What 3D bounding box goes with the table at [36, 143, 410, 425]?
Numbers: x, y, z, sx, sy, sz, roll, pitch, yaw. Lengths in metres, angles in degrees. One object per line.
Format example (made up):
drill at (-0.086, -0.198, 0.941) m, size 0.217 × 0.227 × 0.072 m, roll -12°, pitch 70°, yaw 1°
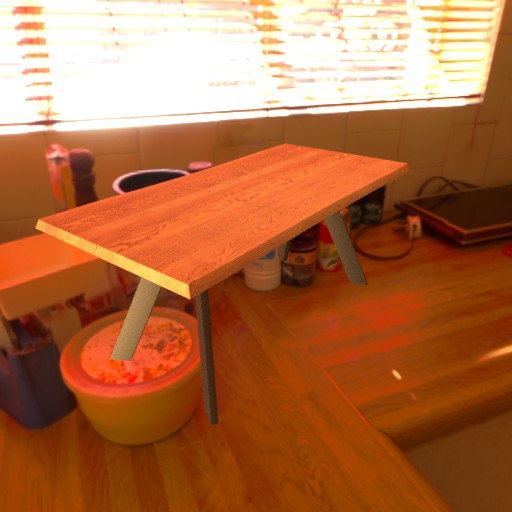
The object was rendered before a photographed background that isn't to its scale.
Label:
table at (0.000, 0.000, 2.364) m, size 0.900 × 0.770 × 1.800 m, roll 19°, pitch 32°, yaw 33°
